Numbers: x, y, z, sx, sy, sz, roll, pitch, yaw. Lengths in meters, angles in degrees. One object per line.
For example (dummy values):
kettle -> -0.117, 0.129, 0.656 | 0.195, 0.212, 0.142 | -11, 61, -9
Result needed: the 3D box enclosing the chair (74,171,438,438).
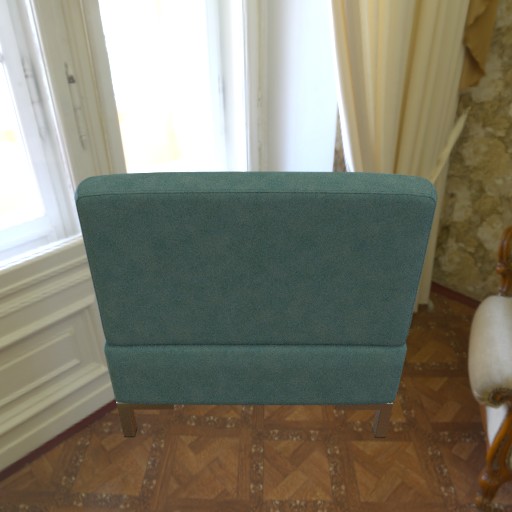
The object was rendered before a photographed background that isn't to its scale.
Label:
chair -> 0.000, 0.000, 1.219 | 0.684, 0.660, 0.685 | 0, 30, 0
